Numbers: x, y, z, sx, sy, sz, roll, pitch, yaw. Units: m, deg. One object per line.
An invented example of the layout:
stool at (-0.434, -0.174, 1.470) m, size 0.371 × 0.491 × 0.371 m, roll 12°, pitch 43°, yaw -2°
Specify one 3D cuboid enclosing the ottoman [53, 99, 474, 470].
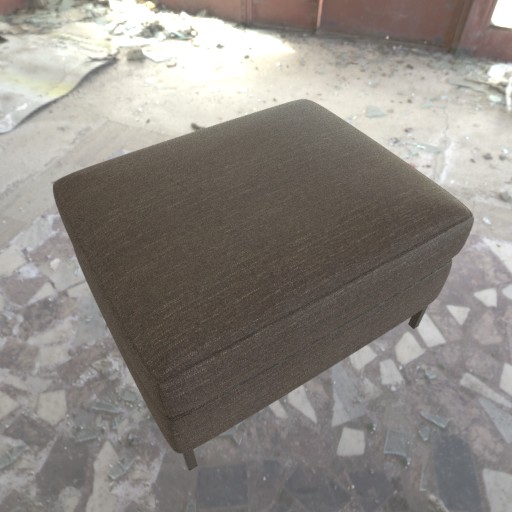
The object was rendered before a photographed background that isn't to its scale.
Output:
ottoman at (0.000, 0.000, 1.183) m, size 0.820 × 0.490 × 0.671 m, roll -25°, pitch 52°, yaw -21°
